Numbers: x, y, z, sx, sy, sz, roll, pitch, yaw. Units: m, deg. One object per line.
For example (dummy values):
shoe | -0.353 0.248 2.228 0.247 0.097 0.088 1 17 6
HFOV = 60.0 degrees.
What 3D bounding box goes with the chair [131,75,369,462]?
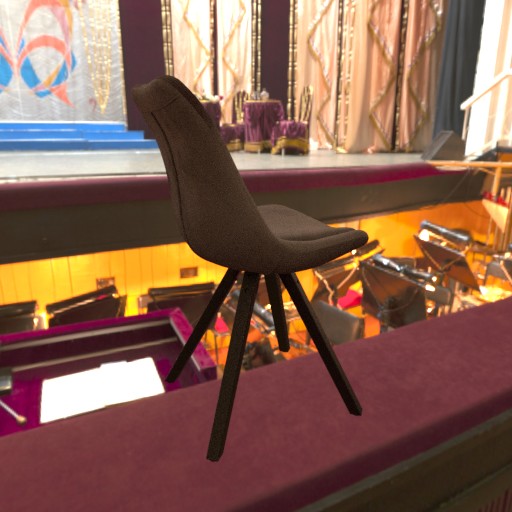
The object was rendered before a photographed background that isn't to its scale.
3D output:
chair | 0.000 0.000 1.177 0.550 0.850 0.476 -8 18 -25
